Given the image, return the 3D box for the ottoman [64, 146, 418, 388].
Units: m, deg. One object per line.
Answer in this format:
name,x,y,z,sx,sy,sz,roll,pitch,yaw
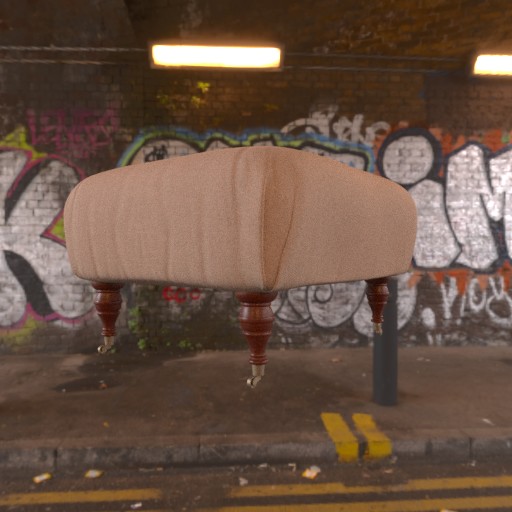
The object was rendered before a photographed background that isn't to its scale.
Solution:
ottoman,0.000,0.000,1.143,0.639,0.450,0.746,0,1,36
